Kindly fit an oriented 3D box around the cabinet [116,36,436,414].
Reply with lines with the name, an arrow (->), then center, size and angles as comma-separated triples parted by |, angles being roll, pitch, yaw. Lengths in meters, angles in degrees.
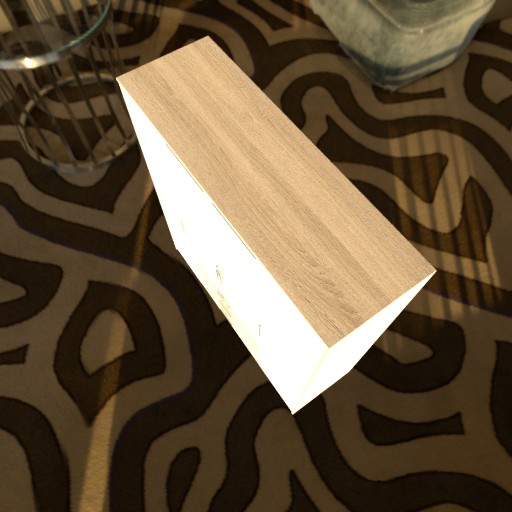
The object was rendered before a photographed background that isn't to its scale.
cabinet -> 0.000, 0.000, 3.124 | 0.620, 2.060, 1.870 | -32, 68, -15
